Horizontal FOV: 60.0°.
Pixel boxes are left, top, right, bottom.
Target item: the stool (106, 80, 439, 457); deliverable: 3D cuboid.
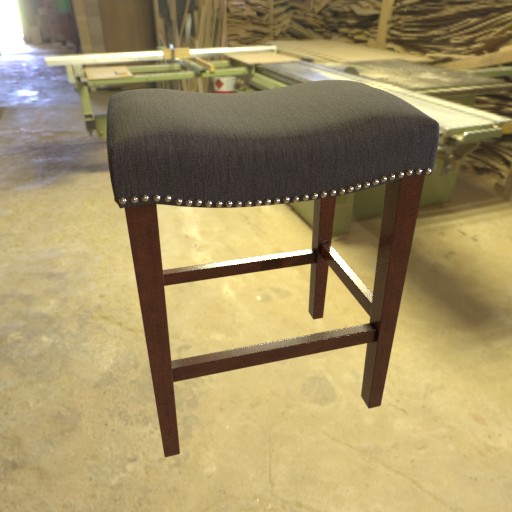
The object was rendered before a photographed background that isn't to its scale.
[{"bbox_3d":[0.000,0.000,0.923,0.504,0.654,0.372,-8,31,-13],"label":"stool"}]
